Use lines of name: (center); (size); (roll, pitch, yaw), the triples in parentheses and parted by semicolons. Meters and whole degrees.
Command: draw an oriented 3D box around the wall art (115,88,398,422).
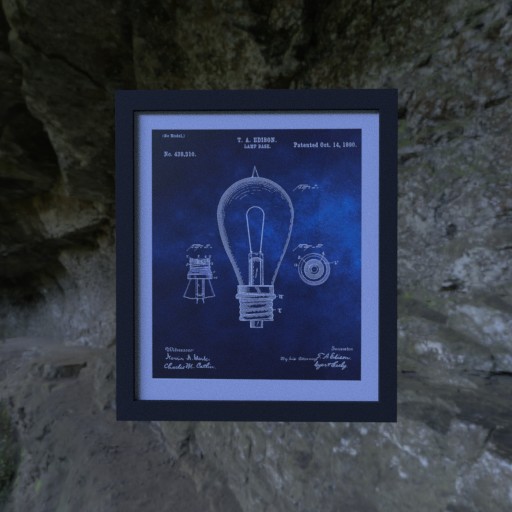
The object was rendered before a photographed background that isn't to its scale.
wall art: (0.000, 0.000, 0.684); (0.428, 0.505, 0.023); (0, 0, 1)
